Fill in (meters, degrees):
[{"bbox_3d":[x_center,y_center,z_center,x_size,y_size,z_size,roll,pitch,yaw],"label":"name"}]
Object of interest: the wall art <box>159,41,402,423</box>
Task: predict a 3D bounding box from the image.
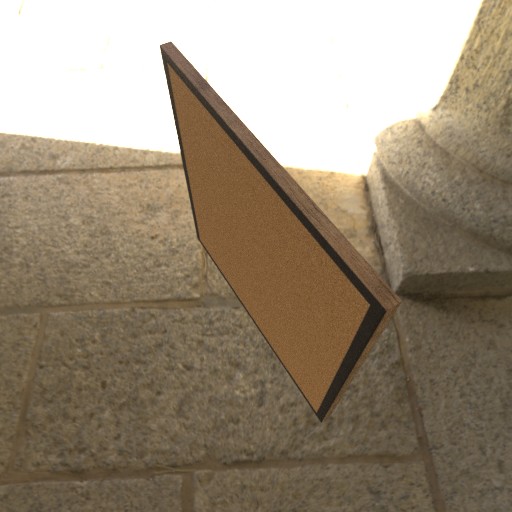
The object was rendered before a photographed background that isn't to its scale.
[{"bbox_3d":[0.000,0.000,1.036,0.029,0.691,0.695,-28,62,-16],"label":"wall art"}]
